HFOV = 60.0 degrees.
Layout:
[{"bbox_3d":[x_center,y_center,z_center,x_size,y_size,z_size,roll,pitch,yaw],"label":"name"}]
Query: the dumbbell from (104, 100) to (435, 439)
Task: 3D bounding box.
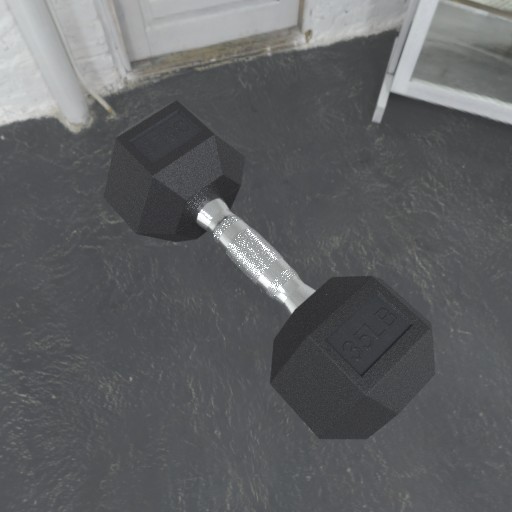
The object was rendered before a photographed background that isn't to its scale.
[{"bbox_3d":[0.000,0.000,0.420,0.141,0.123,0.356,-39,70,-17],"label":"dumbbell"}]
